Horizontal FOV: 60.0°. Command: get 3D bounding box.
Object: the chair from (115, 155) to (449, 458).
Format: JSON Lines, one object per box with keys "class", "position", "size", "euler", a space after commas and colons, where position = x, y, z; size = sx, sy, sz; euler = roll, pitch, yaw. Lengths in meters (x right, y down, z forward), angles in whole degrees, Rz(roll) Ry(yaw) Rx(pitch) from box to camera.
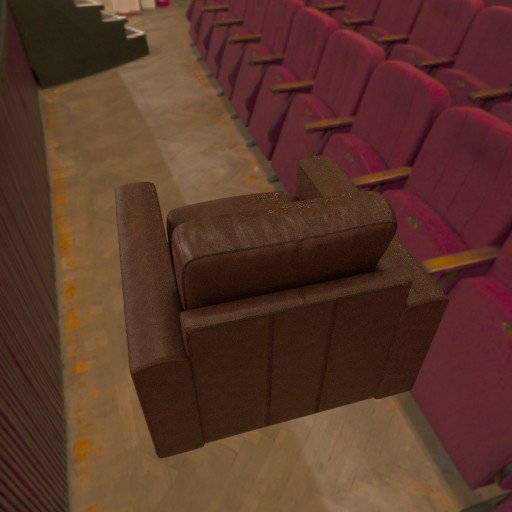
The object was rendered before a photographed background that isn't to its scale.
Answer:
{"class": "chair", "position": [0.000, 0.000, 1.746], "size": [1.005, 0.873, 1.016], "euler": [-11, 43, -12]}
